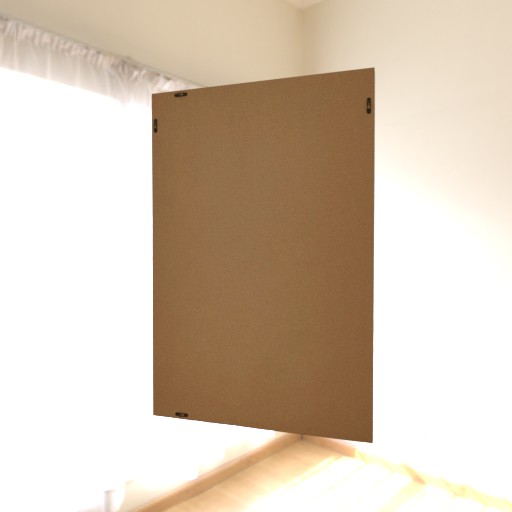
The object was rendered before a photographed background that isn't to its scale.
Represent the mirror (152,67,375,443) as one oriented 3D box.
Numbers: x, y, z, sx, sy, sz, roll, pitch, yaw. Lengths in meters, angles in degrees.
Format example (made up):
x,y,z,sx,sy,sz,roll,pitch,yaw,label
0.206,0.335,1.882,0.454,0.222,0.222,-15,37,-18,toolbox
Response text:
x,y,z,sx,sy,sz,roll,pitch,yaw,label
0.000,0.000,1.183,0.609,0.915,0.040,0,1,17,mirror
